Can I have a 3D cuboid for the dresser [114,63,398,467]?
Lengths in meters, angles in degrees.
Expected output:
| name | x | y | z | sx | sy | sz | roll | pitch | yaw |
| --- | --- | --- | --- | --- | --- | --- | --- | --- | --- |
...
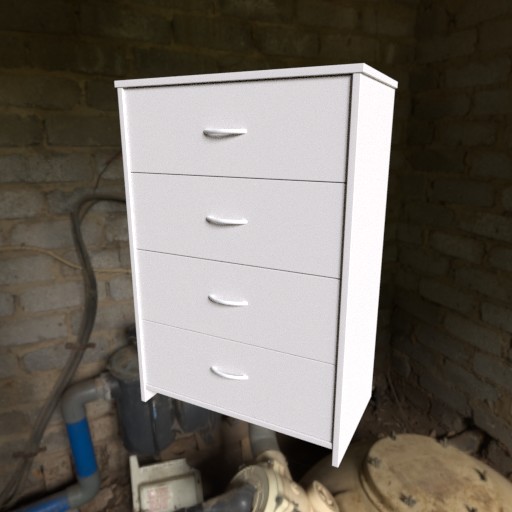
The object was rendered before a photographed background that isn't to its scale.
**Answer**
| name | x | y | z | sx | sy | sz | roll | pitch | yaw |
| --- | --- | --- | --- | --- | --- | --- | --- | --- | --- |
| dresser | 0.000 | 0.000 | 1.383 | 0.704 | 1.021 | 0.401 | 8 | 17 | 26 |
